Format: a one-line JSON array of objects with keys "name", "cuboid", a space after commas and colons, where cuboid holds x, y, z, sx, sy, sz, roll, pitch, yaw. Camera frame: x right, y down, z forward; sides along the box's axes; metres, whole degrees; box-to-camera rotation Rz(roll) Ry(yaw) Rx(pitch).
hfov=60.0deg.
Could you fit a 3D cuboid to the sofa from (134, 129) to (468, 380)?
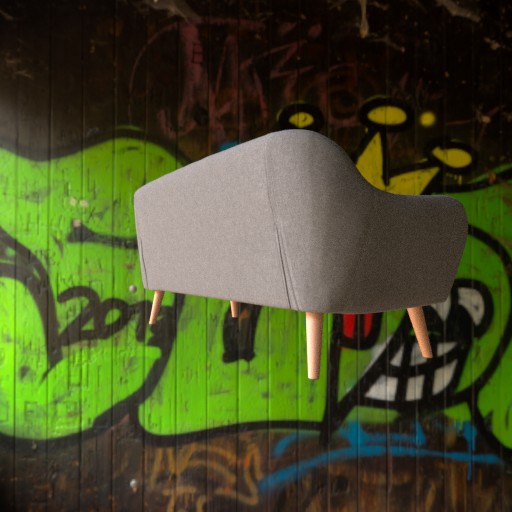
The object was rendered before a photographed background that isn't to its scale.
[{"name": "sofa", "cuboid": [0.000, 0.000, 2.235, 0.820, 0.820, 1.840, 0, -1, -33]}]
